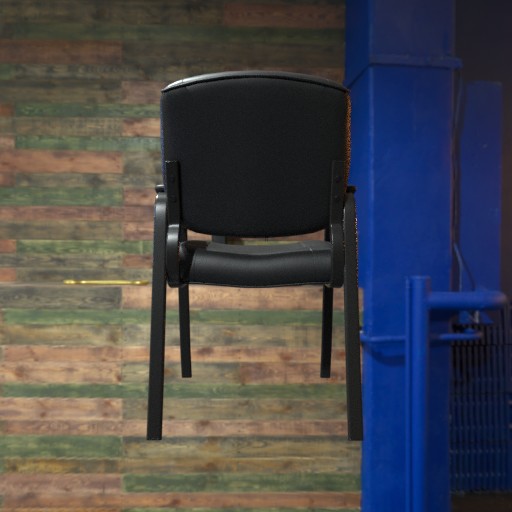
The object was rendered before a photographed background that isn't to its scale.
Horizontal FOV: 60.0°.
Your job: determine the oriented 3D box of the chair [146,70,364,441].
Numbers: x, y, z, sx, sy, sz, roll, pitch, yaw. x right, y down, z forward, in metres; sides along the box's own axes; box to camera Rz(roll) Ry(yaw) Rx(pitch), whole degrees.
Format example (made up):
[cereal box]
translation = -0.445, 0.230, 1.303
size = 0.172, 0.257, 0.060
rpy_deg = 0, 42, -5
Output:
[chair]
translation = 0.000, 0.000, 1.380
size = 0.591, 0.910, 0.668
rpy_deg = 0, 0, 0
